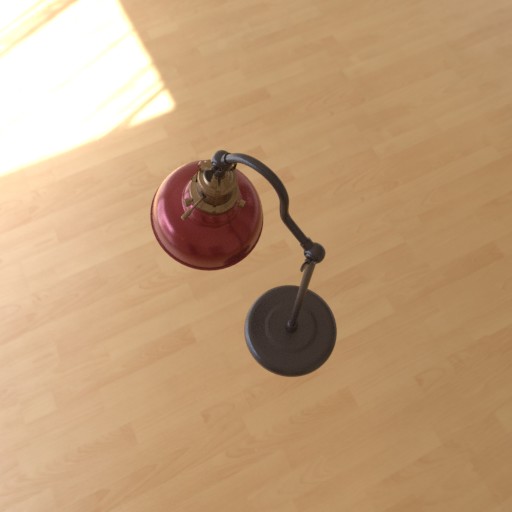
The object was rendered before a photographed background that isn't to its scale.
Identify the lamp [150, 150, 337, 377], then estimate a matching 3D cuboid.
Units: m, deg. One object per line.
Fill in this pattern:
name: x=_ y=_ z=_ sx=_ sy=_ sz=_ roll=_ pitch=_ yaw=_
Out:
lamp: x=0.000 y=0.000 z=0.712 sx=0.374 sy=0.508 sz=0.192 roll=36 pitch=71 yaw=14
